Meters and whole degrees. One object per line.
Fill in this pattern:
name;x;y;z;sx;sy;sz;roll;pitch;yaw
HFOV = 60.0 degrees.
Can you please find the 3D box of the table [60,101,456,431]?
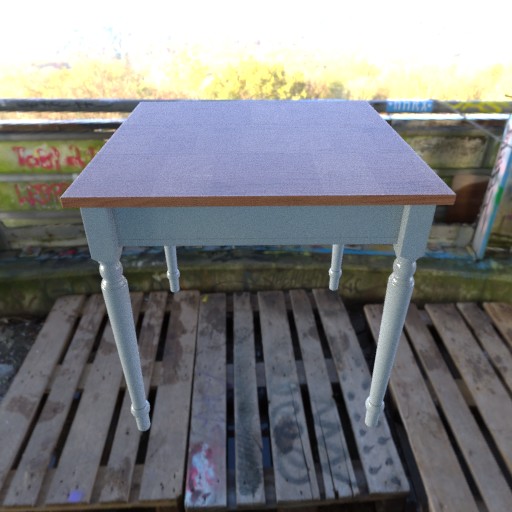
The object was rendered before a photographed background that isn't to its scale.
table;0.000;0.000;1.346;0.747;0.738;0.747;-1;32;-1
